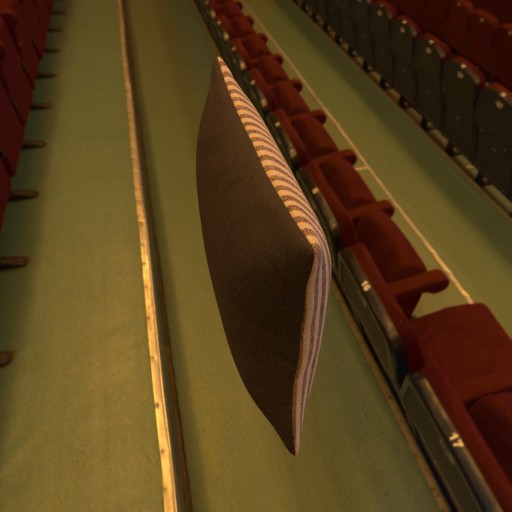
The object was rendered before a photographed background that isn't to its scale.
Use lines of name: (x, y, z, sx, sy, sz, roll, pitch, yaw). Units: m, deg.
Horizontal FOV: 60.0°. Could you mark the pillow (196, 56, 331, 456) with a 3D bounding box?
pillow: (0.000, 0.000, 0.789, 0.166, 0.506, 0.523, -10, 46, -10)
